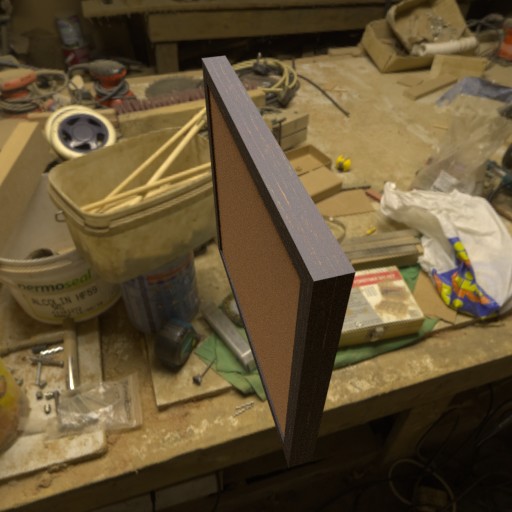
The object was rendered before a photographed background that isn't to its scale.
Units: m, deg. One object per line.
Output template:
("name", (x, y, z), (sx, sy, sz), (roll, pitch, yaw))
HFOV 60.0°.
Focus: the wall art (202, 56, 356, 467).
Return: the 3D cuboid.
("wall art", (0.000, 0.000, 0.537), (0.031, 0.330, 0.381), (-11, 46, -11))
